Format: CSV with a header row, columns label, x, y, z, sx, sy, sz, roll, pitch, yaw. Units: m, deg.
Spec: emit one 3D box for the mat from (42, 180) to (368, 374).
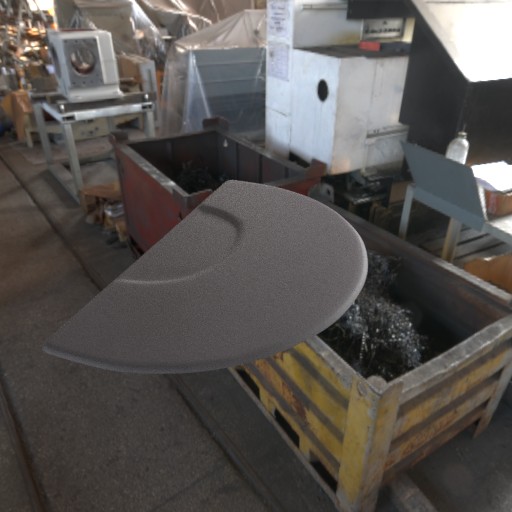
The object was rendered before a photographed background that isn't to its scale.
label,x,y,z,sx,sy,sz,roll,pitch,yaw
mat,0.000,0.000,1.866,0.917,0.022,1.525,11,33,17
